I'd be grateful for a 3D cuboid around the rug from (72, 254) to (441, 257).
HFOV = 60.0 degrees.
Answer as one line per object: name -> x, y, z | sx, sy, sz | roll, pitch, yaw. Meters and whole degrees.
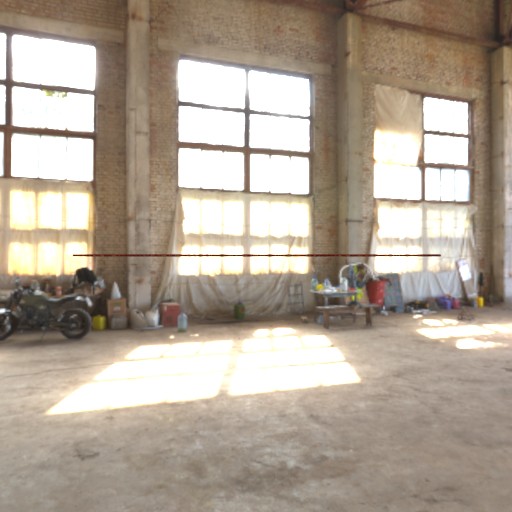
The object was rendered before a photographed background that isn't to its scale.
rug -> 0.000, 0.000, 3.048 | 1.531, 0.010, 2.442 | 0, 0, 0
